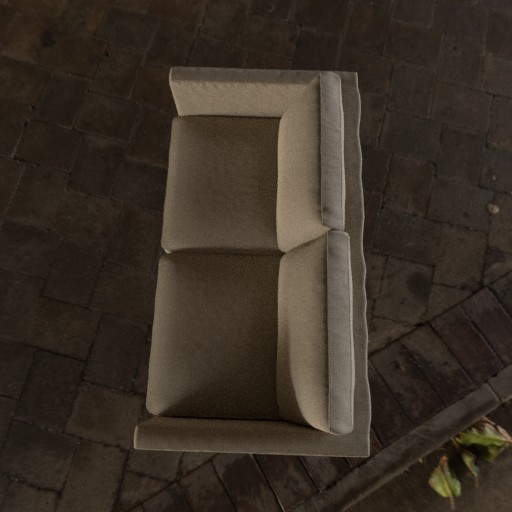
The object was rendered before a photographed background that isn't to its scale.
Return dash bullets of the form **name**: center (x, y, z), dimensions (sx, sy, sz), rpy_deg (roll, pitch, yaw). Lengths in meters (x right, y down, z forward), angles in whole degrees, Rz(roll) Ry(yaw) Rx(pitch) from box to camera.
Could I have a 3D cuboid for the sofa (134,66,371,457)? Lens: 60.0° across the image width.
- **sofa**: center (0.000, 0.000, 2.202), dimensions (0.956, 0.828, 1.766), rpy_deg (2, 75, 0)
